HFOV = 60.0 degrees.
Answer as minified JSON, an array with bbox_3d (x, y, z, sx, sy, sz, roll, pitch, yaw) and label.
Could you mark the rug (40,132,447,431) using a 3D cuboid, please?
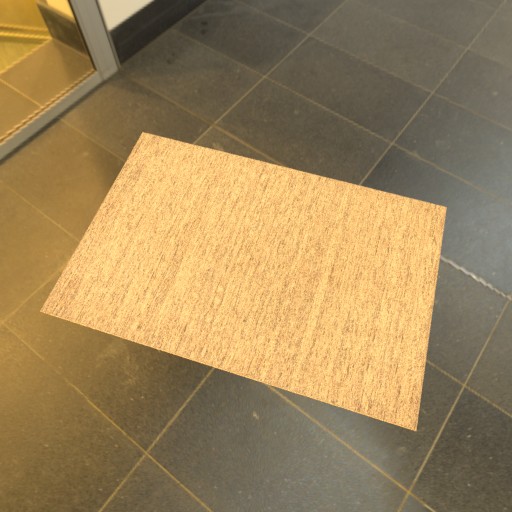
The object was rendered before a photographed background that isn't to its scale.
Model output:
[{"bbox_3d":[0.000,0.000,2.325,1.840,0.013,1.225,16,63,8],"label":"rug"}]
